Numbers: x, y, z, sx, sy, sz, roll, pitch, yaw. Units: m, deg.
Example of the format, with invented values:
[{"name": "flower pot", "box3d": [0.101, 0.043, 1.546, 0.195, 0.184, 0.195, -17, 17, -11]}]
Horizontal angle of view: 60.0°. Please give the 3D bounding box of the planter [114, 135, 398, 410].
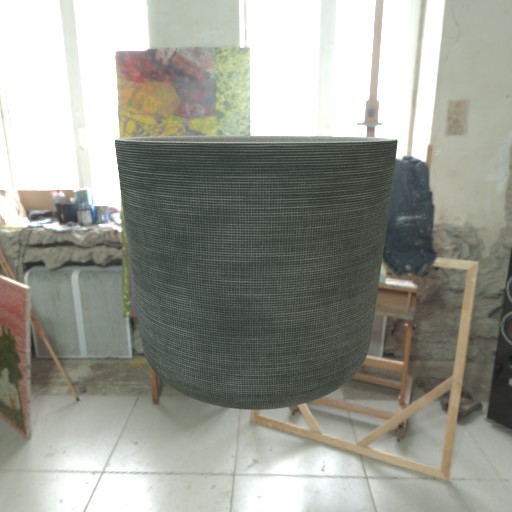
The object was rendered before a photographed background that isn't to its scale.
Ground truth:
[{"name": "planter", "box3d": [0.000, 0.000, 0.774, 0.440, 0.398, 0.440, 0, 16, 0]}]
